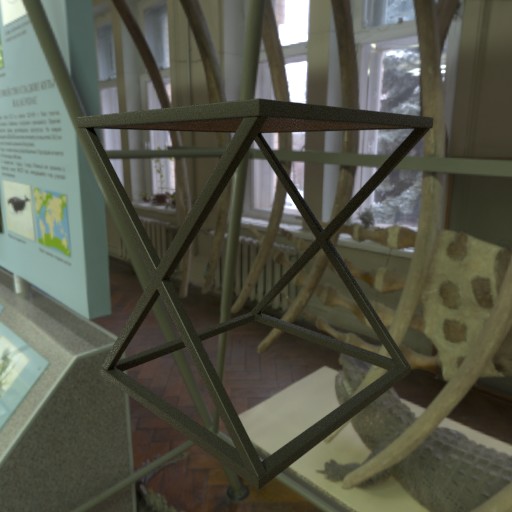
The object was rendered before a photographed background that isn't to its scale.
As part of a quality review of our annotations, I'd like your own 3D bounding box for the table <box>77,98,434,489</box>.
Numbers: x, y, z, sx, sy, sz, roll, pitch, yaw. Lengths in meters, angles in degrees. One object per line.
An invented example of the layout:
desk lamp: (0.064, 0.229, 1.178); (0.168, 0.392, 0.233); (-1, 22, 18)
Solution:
table: (0.000, 0.000, 0.943); (0.500, 0.565, 0.500); (13, 19, 43)
